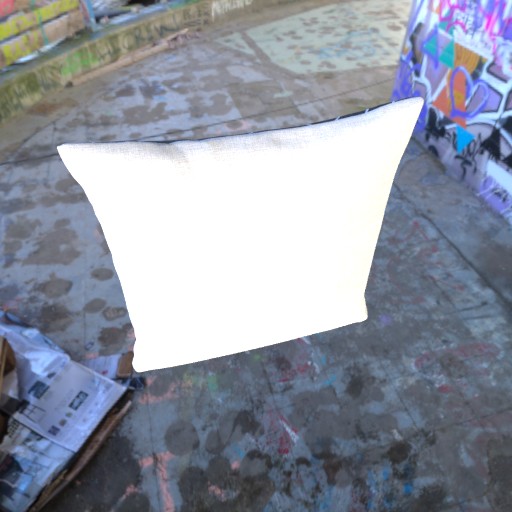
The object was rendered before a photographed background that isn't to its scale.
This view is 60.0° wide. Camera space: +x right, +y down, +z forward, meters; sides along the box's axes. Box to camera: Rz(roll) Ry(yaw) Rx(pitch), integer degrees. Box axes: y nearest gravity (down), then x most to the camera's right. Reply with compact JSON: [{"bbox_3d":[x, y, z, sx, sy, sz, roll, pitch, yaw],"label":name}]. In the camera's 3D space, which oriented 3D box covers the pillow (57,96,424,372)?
[{"bbox_3d":[0.000,0.000,0.774,0.517,0.508,0.158,-11,44,-12],"label":"pillow"}]
